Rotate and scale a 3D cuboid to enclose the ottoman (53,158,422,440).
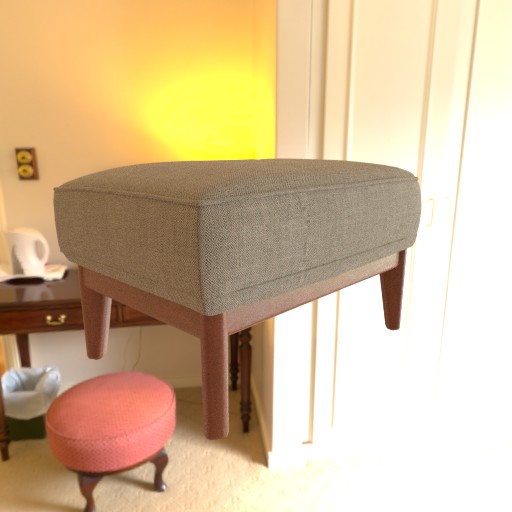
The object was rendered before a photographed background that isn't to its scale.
[{"bbox_3d":[0.000,0.000,1.080,0.555,0.458,0.750,13,19,42],"label":"ottoman"}]
